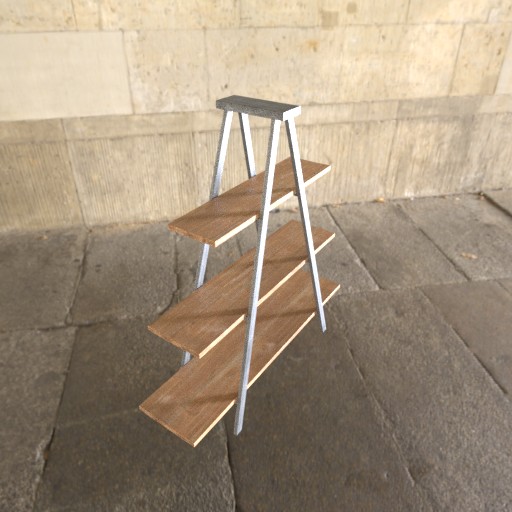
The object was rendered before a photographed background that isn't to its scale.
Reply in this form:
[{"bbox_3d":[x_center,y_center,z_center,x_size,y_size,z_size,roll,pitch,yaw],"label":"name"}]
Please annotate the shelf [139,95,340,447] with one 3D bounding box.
[{"bbox_3d":[0.000,0.000,2.705,0.508,1.808,1.746,21,38,29],"label":"shelf"}]
